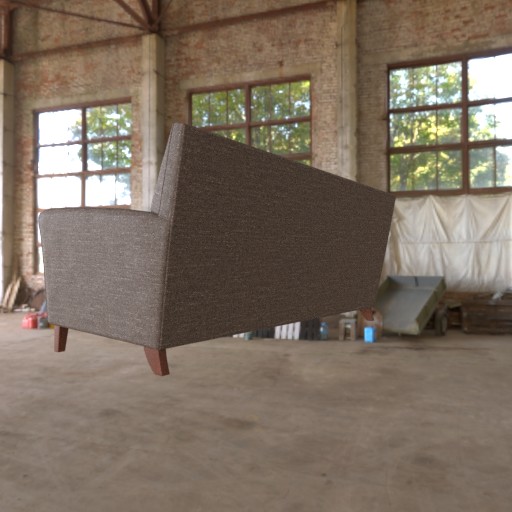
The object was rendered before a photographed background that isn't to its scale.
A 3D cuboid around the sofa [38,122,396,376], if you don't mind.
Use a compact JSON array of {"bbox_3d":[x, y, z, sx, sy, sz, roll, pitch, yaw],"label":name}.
[{"bbox_3d":[0.000,0.000,2.421,0.875,0.846,1.976,-1,-1,37],"label":"sofa"}]
